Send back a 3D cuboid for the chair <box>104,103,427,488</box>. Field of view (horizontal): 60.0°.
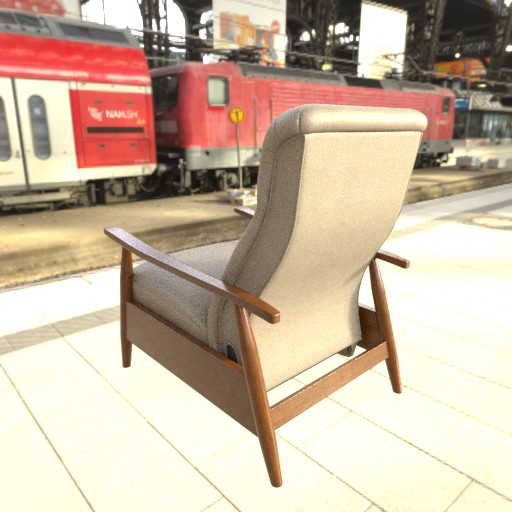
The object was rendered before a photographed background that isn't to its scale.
[{"bbox_3d":[0.000,0.000,1.731,0.762,1.082,1.032,-15,22,-41],"label":"chair"}]
